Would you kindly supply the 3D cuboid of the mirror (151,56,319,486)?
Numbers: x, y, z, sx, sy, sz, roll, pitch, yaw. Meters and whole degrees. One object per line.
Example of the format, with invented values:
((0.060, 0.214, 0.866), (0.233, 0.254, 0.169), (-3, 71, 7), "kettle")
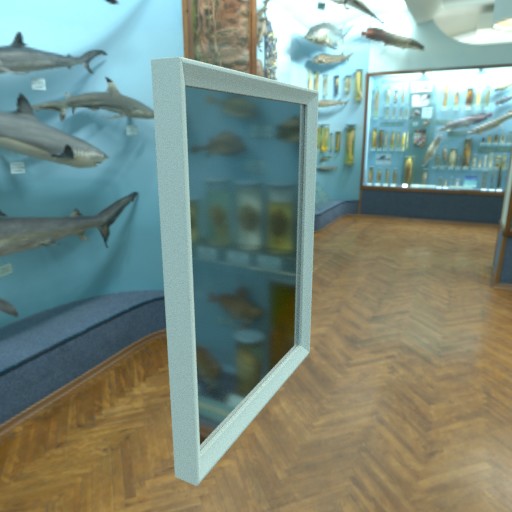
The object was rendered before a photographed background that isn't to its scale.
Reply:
((0.000, 0.000, 0.683), (0.041, 0.509, 0.406), (8, 17, 26), "mirror")
